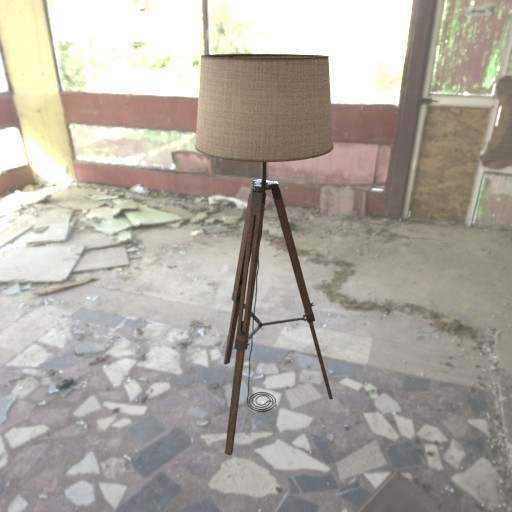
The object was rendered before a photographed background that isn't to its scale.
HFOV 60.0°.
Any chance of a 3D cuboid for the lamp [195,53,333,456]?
[{"bbox_3d":[0.000,0.000,1.829,0.604,1.510,0.587,-17,31,-31],"label":"lamp"}]
